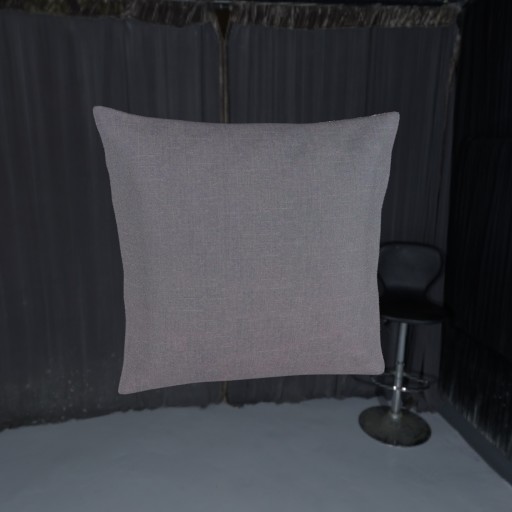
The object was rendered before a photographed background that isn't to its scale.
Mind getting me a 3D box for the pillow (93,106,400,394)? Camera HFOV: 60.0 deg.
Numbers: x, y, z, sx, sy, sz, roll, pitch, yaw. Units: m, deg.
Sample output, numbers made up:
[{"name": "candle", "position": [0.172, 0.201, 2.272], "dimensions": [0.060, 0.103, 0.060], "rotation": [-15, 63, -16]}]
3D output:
[{"name": "pillow", "position": [0.000, 0.000, 0.799], "dimensions": [0.523, 0.506, 0.166], "rotation": [-2, 12, -9]}]
